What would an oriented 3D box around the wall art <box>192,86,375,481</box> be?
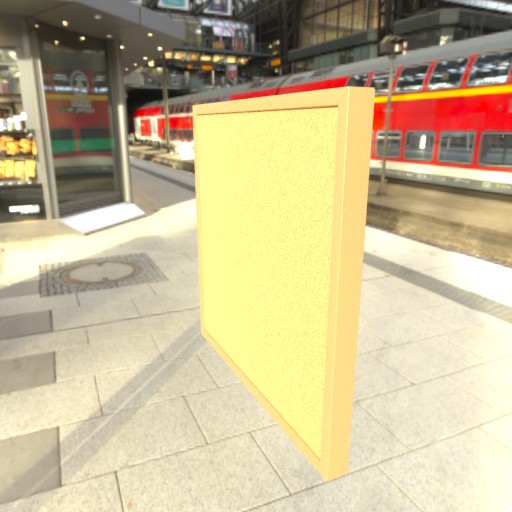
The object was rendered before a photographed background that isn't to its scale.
[{"bbox_3d":[0.000,0.000,0.762,0.036,0.509,0.509,-8,18,-25],"label":"wall art"}]
